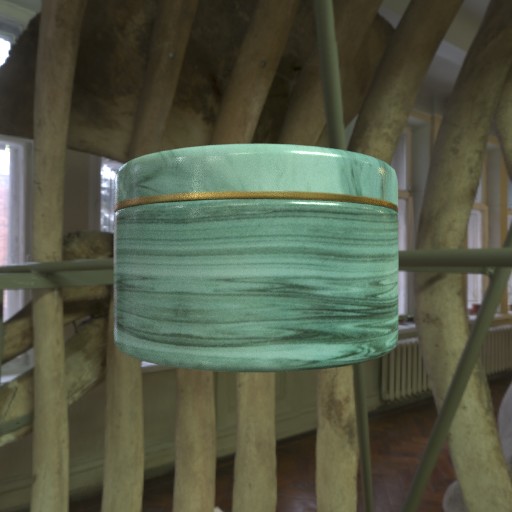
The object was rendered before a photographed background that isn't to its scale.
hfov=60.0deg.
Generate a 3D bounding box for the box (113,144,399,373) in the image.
[{"bbox_3d":[0.000,0.000,0.166,0.101,0.063,0.101,0,0,0],"label":"box"}]
